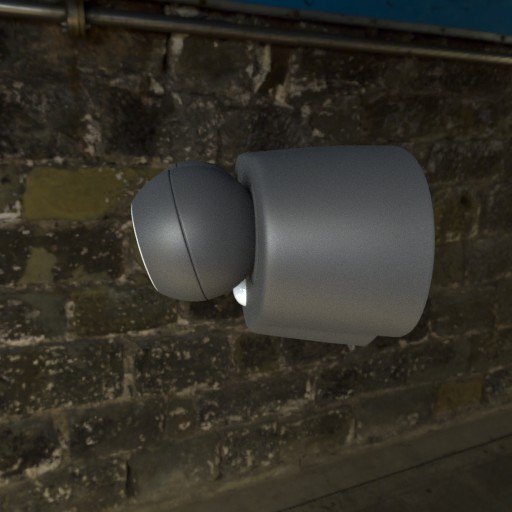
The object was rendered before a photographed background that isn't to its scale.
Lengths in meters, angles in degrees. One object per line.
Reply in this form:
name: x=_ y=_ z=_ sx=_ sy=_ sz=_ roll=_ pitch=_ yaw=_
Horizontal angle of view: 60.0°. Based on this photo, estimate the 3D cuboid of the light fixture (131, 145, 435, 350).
light fixture: x=0.000 y=0.000 z=0.330 sx=0.159 sy=0.159 sz=0.229 roll=-2 pitch=14 yaw=-7
